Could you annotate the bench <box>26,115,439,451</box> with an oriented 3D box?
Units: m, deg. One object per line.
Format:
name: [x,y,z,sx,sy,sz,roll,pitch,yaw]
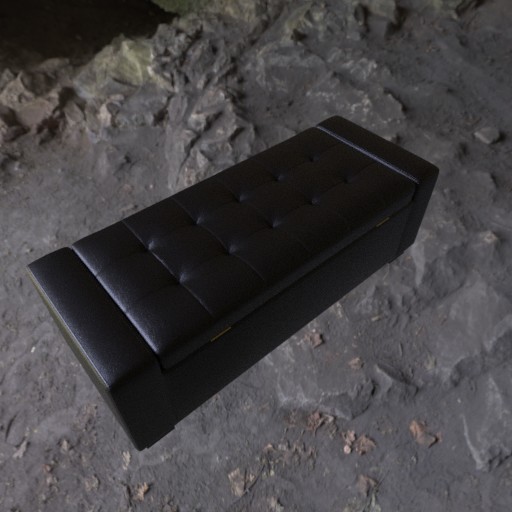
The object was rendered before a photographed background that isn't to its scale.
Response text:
bench: [0.000,0.000,1.548,1.296,0.445,0.508,-32,54,-27]
